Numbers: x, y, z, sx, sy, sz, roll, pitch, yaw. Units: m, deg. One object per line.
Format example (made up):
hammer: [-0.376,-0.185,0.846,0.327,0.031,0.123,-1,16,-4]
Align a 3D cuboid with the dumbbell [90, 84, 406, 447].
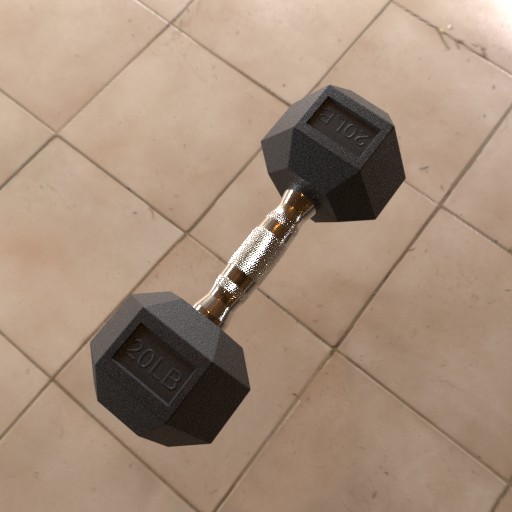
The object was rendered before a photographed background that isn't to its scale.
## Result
dumbbell: [0.000,0.000,0.349,0.116,0.101,0.297,36,78,9]
